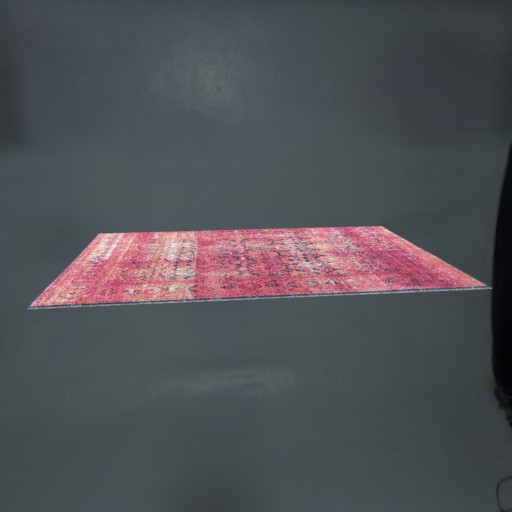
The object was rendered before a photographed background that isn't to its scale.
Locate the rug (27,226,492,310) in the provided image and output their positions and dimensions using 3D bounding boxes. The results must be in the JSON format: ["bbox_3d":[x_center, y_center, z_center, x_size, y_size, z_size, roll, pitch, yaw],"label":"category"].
[{"bbox_3d":[0.000,0.000,3.043,2.449,0.018,1.539,-2,17,-6],"label":"rug"}]
